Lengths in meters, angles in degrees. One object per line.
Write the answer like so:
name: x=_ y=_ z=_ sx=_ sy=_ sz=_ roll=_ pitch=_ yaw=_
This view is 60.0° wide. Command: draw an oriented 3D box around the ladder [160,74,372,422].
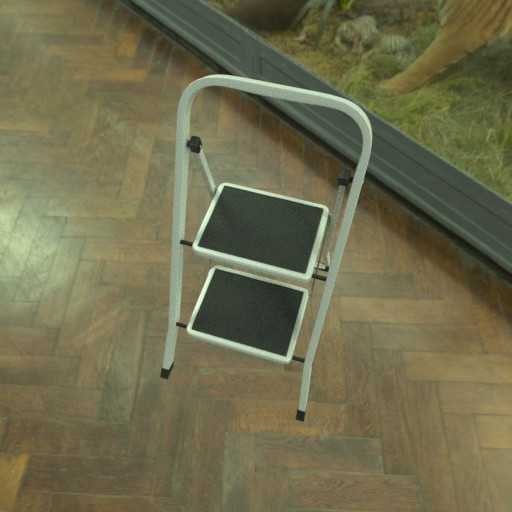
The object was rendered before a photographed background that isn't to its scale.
ladder: x=0.000 y=0.000 z=1.141 sx=0.460 sy=0.810 sz=0.544 roll=14 pitch=59 yaw=9
